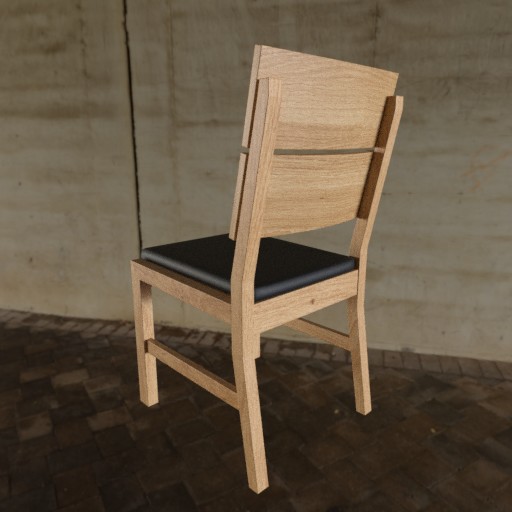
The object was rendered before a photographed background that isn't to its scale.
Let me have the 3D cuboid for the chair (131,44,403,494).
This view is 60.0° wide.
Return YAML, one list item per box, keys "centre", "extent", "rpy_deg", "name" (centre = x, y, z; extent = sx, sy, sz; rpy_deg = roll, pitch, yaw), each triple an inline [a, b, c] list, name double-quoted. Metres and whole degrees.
- centre: [0.000, 0.000, 1.236]
  extent: [0.475, 0.950, 0.569]
  rpy_deg: [-13, 19, -42]
  name: "chair"
